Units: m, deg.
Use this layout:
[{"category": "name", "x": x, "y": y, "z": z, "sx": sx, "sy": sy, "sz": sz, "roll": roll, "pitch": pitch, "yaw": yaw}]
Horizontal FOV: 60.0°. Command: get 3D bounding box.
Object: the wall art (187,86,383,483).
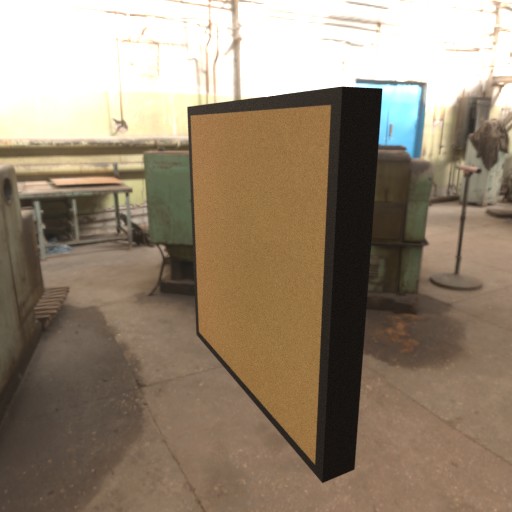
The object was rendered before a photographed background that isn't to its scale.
[{"category": "wall art", "x": 0.000, "y": 0.000, "z": 0.458, "sx": 0.033, "sy": 0.304, "sz": 0.305, "roll": -8, "pitch": 18, "yaw": -26}]
